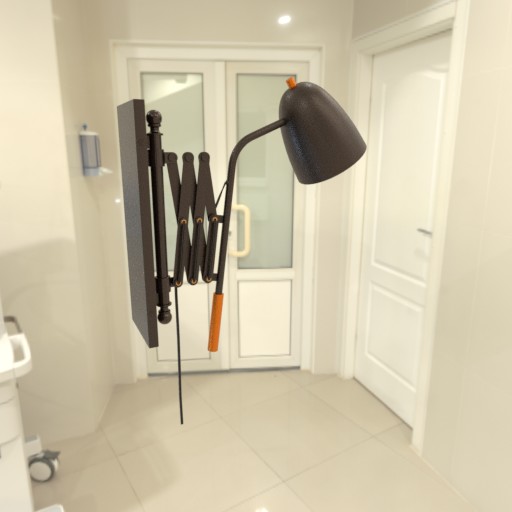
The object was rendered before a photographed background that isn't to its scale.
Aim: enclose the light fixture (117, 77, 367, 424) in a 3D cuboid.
[{"bbox_3d":[0.000,0.000,0.932,0.499,0.715,0.162,-7,16,-25],"label":"light fixture"}]
